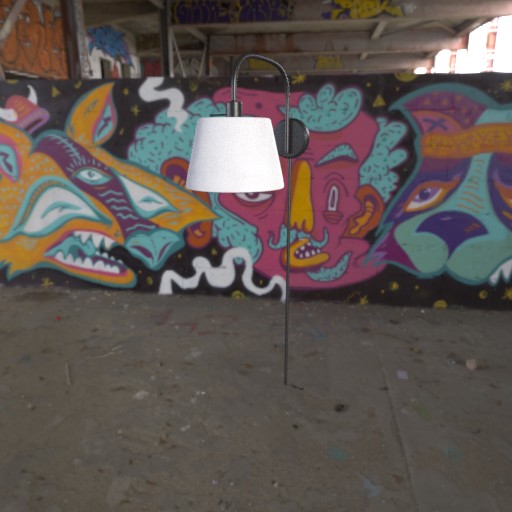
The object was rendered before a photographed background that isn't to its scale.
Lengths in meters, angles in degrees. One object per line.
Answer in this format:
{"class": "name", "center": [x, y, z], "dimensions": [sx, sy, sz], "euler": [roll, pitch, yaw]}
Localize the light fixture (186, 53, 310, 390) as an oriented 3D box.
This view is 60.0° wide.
{"class": "light fixture", "center": [0.000, 0.000, 0.473], "dimensions": [0.092, 0.399, 0.176], "euler": [8, 17, 27]}
